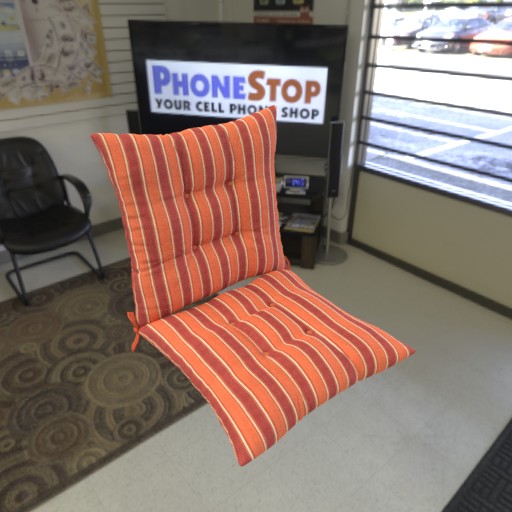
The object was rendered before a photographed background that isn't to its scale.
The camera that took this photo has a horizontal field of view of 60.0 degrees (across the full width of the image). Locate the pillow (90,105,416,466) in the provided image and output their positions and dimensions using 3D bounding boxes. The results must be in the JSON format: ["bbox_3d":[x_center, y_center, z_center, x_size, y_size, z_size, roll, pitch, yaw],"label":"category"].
[{"bbox_3d":[0.000,0.000,1.011,0.541,0.536,0.585,-20,35,-32],"label":"pillow"}]
